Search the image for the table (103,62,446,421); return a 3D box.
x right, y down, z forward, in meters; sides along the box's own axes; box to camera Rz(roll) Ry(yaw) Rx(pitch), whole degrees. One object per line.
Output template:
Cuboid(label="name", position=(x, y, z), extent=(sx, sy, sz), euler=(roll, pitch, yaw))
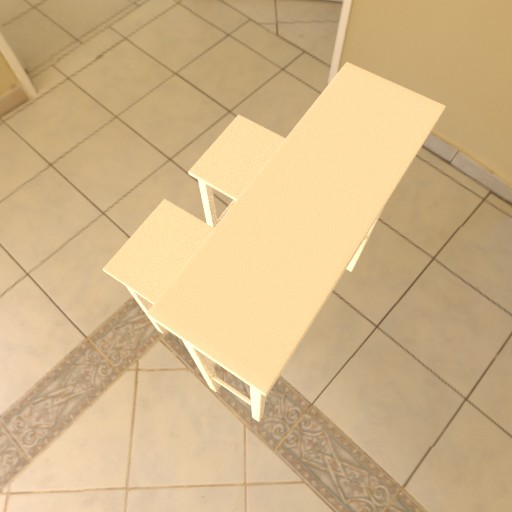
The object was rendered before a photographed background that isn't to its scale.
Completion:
Cuboid(label="table", position=(0.000, 0.000, 1.610), extent=(0.650, 1.065, 0.915), euler=(31, 68, 14))
